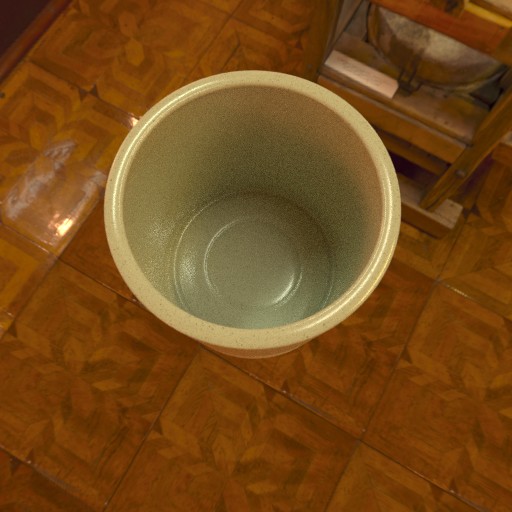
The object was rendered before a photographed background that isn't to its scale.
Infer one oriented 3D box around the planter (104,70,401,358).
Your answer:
[{"bbox_3d":[0.000,0.000,0.695,0.323,0.475,0.314,31,78,8],"label":"planter"}]
